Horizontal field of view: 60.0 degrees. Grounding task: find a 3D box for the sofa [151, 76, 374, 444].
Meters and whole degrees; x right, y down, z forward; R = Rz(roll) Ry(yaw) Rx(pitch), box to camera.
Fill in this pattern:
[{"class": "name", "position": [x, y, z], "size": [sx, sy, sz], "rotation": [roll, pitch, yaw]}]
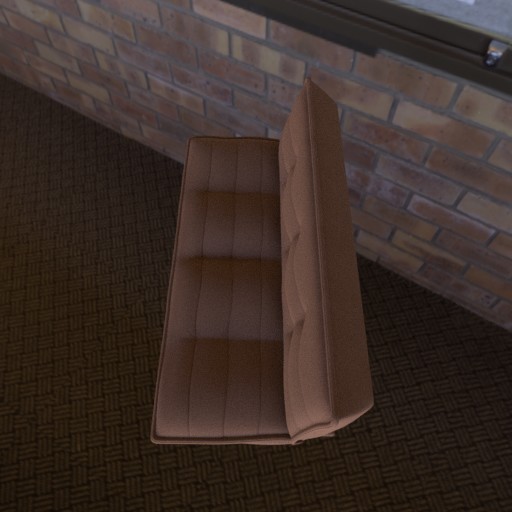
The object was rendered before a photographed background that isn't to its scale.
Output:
[{"class": "sofa", "position": [0.000, 0.000, 2.463], "size": [0.950, 0.890, 1.940], "rotation": [1, 59, 0]}]
